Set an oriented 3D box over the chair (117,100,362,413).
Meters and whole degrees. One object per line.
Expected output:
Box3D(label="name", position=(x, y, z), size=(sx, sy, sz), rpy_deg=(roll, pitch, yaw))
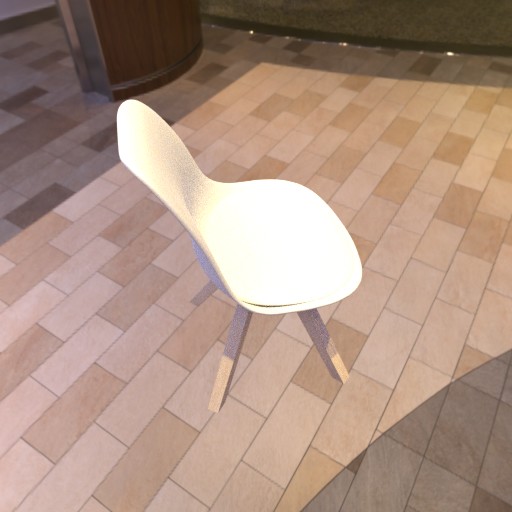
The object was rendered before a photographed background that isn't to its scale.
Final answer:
Box3D(label="chair", position=(0.000, 0.000, 1.206), size=(0.550, 0.850, 0.485), rpy_deg=(-10, 49, -9))
